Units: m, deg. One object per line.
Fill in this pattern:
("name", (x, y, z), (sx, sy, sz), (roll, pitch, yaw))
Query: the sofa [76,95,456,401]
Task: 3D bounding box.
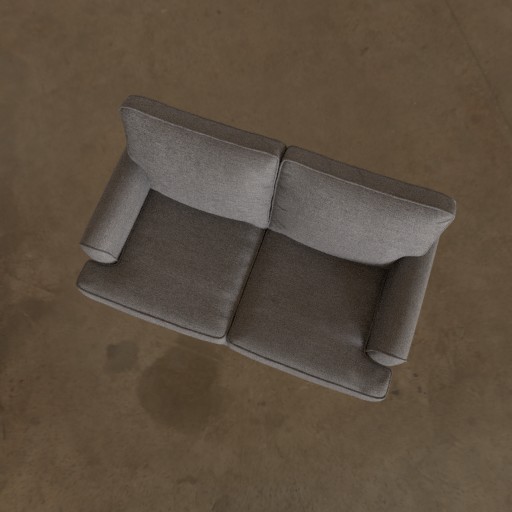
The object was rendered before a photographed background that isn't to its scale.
("sofa", (0.000, 0.000, 2.234), (1.651, 0.965, 0.965), (19, 76, 5))
